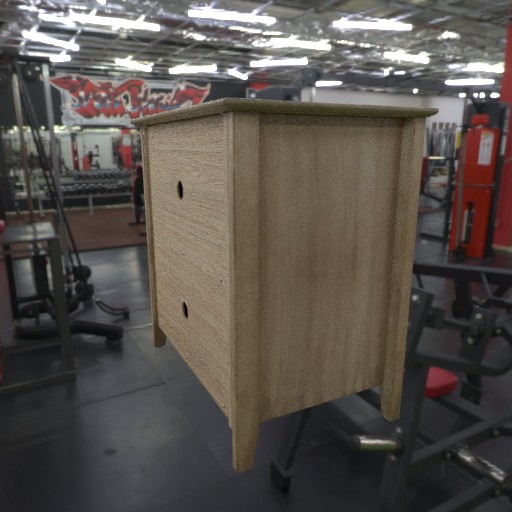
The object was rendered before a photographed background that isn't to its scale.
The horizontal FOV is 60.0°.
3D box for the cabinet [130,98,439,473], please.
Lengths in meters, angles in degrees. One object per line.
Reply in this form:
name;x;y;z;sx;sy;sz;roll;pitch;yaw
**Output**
cabinet;0.000;0.000;1.257;0.503;0.762;0.763;-7;16;-26
